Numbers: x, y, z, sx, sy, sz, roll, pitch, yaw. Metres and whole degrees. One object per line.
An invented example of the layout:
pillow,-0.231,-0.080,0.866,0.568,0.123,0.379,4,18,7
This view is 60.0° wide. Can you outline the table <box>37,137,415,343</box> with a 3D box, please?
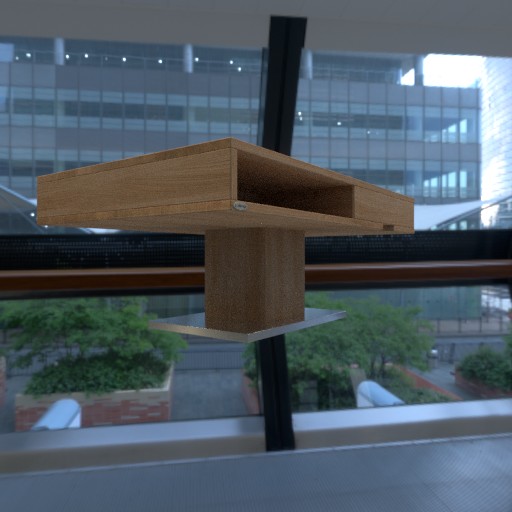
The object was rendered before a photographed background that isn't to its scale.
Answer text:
table,0.000,0.000,1.464,0.700,0.440,1.100,0,0,36
